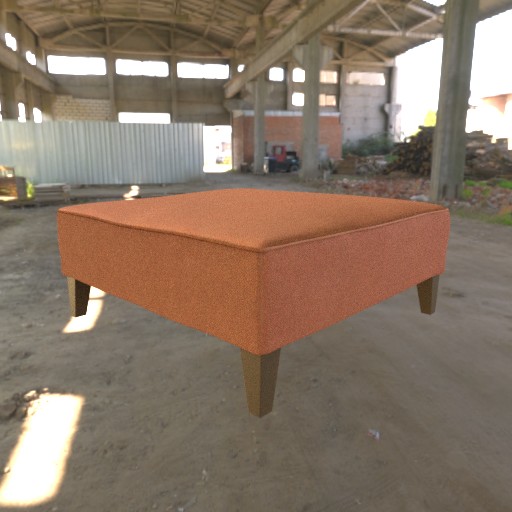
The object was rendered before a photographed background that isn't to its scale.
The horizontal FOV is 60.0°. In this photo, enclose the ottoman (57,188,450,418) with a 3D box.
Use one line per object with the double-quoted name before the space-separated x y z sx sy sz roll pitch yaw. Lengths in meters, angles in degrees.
"ottoman" 0.000 0.000 1.580 0.999 0.438 0.997 12 17 42
